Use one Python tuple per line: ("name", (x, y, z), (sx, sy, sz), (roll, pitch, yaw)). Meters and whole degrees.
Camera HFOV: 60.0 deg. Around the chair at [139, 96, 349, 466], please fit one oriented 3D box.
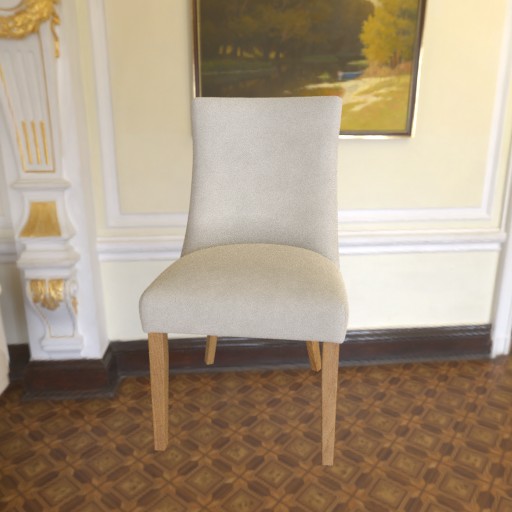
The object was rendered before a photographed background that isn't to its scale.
("chair", (0.000, 0.000, 1.269), (0.495, 0.902, 0.610), (2, 15, 7))
